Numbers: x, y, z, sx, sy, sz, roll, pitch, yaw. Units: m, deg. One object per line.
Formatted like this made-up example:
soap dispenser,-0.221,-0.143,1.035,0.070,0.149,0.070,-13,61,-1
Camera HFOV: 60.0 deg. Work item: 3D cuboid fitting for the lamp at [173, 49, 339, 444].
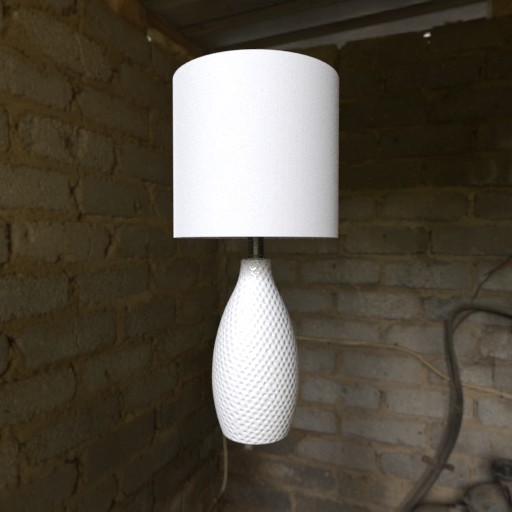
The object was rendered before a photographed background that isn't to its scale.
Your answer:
lamp,0.000,0.000,0.589,0.214,0.466,0.214,0,2,-17
